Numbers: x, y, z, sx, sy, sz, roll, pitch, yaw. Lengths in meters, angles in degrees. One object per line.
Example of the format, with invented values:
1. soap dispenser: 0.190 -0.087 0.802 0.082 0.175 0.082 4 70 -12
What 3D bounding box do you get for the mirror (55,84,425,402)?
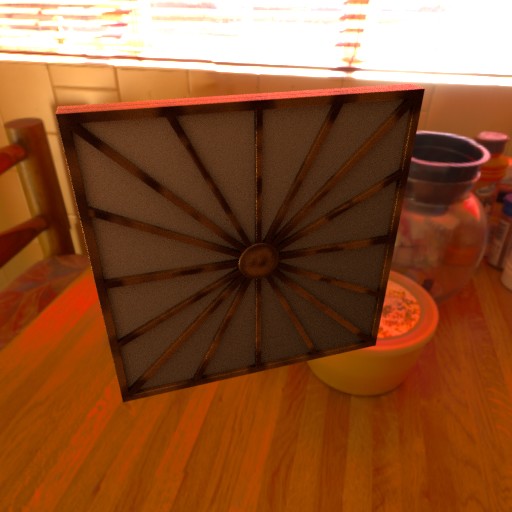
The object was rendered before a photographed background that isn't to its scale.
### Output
1. mirror: 0.000 0.000 0.735 0.509 0.507 0.042 -9 33 -14
